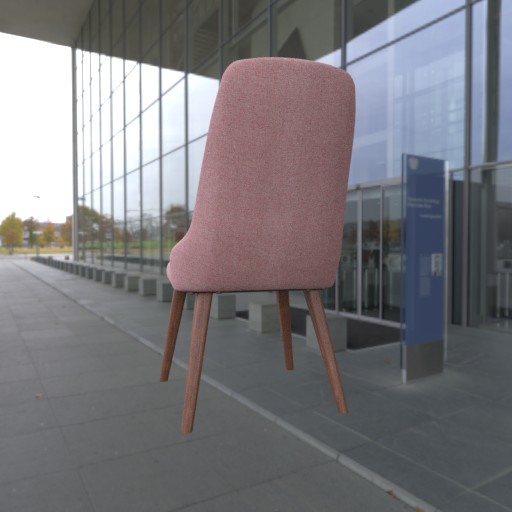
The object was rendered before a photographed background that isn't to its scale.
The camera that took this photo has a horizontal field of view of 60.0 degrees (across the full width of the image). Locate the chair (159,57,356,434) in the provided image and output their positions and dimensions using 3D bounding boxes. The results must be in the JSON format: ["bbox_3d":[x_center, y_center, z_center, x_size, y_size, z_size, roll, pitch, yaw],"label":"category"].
[{"bbox_3d":[0.000,0.000,1.354,0.535,0.918,0.707,0,1,-17],"label":"chair"}]
